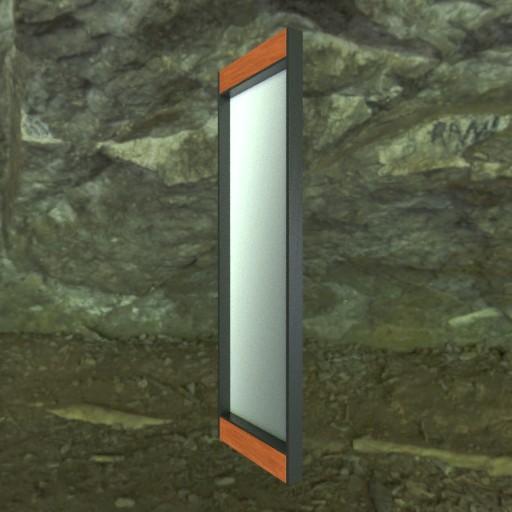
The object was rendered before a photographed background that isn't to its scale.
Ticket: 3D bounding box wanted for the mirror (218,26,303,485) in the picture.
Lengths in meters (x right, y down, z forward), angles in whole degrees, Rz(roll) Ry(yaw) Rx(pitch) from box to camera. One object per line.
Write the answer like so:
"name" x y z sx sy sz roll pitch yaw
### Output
"mirror" 0.000 0.000 1.236 0.047 1.123 0.343 0 0 -35
